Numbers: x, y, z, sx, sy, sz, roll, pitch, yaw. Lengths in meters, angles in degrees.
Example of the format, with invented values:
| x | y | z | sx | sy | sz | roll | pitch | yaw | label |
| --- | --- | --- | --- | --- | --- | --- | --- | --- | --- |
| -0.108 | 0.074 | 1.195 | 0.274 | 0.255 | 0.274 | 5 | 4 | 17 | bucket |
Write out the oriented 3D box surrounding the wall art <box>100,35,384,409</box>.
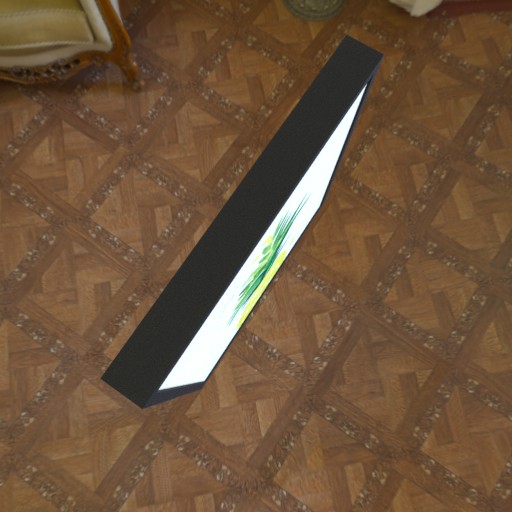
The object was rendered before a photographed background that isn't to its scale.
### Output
| x | y | z | sx | sy | sz | roll | pitch | yaw | label |
| --- | --- | --- | --- | --- | --- | --- | --- | --- | --- |
| 0.000 | 0.000 | 0.454 | 0.033 | 0.304 | 0.305 | 32 | 78 | 8 | wall art |
